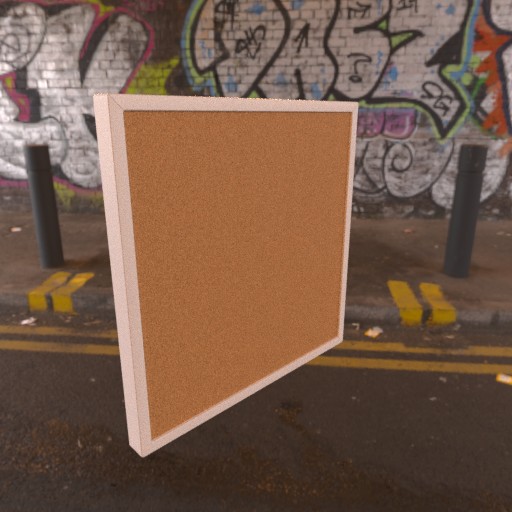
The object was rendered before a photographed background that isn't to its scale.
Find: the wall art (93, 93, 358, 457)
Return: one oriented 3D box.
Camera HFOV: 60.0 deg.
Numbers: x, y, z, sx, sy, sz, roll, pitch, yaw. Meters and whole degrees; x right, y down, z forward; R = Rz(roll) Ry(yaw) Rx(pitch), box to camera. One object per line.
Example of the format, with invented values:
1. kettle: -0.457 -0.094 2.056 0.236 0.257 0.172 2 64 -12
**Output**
1. wall art: 0.000 0.000 0.761 0.508 0.508 0.038 -17 24 -42
